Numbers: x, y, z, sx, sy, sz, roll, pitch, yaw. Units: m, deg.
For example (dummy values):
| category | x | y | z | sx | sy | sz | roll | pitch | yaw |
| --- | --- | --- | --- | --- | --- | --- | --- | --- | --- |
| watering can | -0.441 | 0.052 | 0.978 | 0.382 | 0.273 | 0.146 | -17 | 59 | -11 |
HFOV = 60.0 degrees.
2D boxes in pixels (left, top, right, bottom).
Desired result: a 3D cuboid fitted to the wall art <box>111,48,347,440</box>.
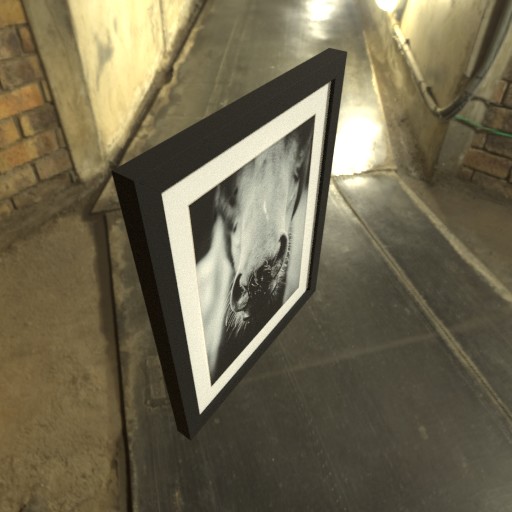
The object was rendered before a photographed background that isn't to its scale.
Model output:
| category | x | y | z | sx | sy | sz | roll | pitch | yaw |
| --- | --- | --- | --- | --- | --- | --- | --- | --- | --- |
| wall art | 0.000 | 0.000 | 0.765 | 0.033 | 0.559 | 0.457 | 26 | 49 | 25 |
